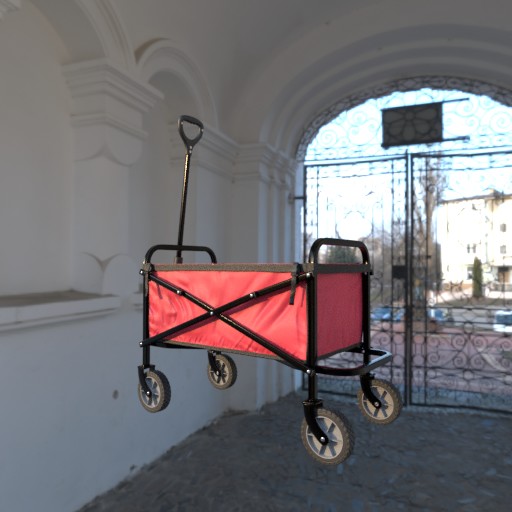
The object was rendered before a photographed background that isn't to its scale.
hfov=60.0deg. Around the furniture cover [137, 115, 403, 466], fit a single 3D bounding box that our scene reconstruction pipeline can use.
[{"bbox_3d":[0.000,0.000,1.810,1.038,1.295,0.532,-1,-2,37],"label":"furniture cover"}]
